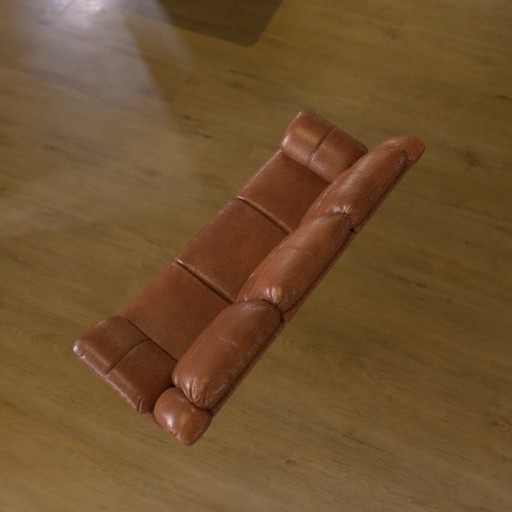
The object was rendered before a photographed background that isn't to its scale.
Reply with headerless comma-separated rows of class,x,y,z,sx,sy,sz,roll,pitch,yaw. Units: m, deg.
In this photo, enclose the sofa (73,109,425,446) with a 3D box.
sofa,0.000,0.000,2.894,0.991,1.043,2.337,36,70,15
